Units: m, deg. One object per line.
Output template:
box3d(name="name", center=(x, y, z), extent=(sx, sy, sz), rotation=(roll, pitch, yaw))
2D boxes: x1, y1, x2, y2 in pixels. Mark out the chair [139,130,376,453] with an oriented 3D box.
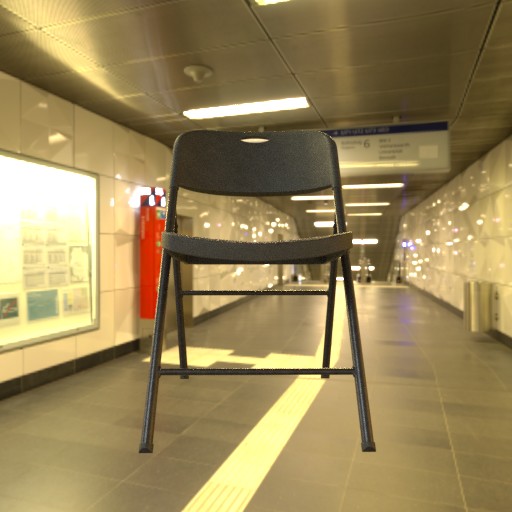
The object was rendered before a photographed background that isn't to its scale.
box3d(name="chair", center=(0.000, 0.000, 1.189), extent=(0.494, 0.810, 0.566), rotation=(0, 0, -1))
